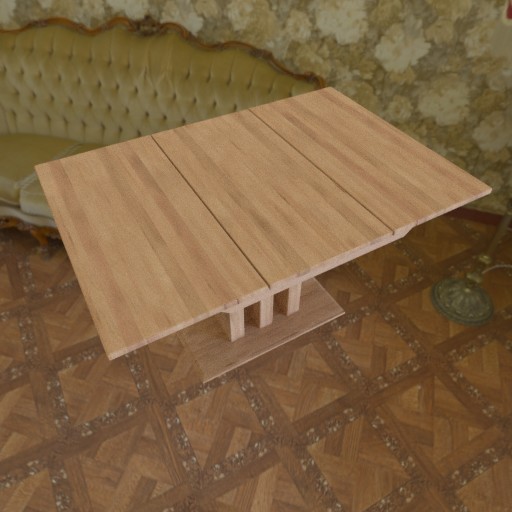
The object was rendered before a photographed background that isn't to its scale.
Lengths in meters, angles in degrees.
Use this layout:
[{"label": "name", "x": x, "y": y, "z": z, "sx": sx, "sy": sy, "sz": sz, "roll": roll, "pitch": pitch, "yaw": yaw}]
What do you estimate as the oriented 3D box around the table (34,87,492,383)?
[{"label": "table", "x": 0.000, "y": 0.000, "z": 1.793, "sx": 1.300, "sy": 0.770, "sz": 0.900, "roll": -22, "pitch": 49, "yaw": -21}]
